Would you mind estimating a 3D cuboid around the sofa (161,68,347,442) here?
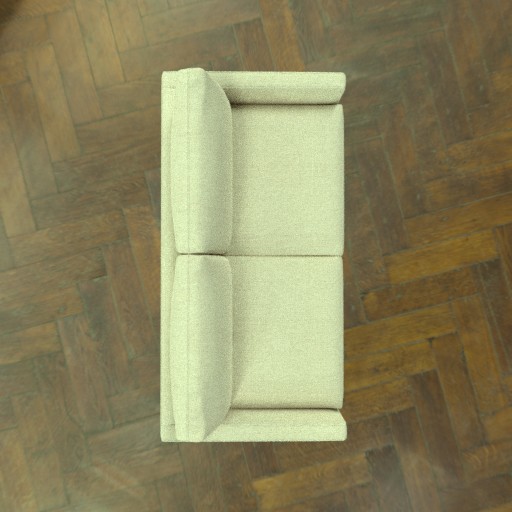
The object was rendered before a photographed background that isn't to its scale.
[{"bbox_3d":[0.000,0.000,2.103,0.839,0.812,1.651,0,89,-1],"label":"sofa"}]
